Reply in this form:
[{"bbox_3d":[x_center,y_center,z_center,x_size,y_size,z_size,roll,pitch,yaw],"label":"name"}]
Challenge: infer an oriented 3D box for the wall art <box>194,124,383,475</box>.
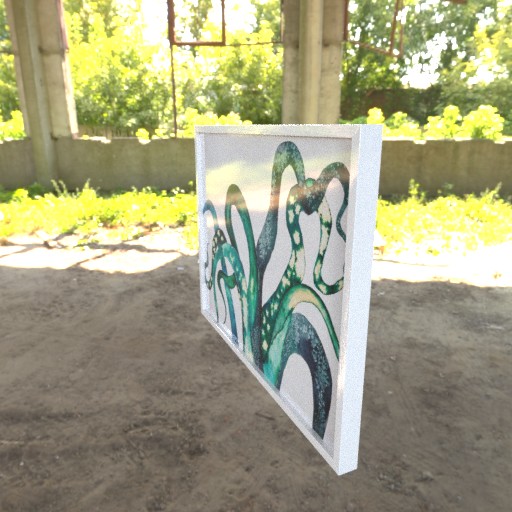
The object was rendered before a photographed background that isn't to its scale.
[{"bbox_3d":[0.000,0.000,1.390,0.053,0.787,1.041,-7,18,-24],"label":"wall art"}]
